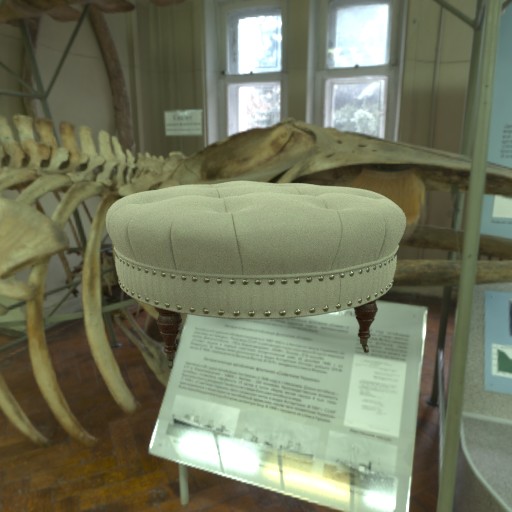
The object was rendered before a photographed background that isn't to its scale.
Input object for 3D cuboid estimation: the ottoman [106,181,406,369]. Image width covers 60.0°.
[{"bbox_3d":[0.000,0.000,1.410,0.901,0.439,0.901,0,14,0],"label":"ottoman"}]
